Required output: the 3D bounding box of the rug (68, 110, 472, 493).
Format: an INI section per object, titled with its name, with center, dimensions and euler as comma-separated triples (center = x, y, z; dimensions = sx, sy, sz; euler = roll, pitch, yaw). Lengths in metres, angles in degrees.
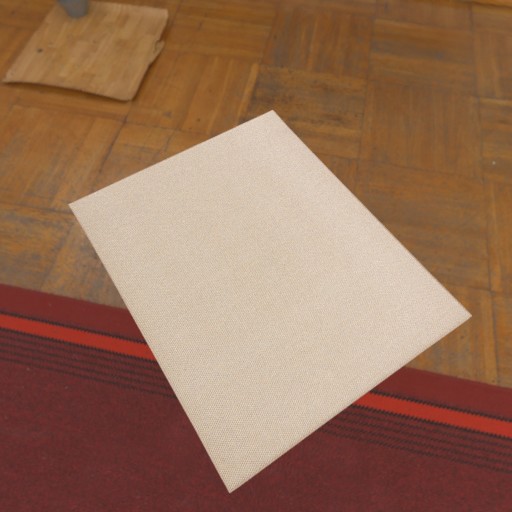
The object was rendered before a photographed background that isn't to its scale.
[rug]
center = 0.000, 0.000, 4.098
dimensions = 2.462, 0.018, 3.039
euler = -30, 64, -16
